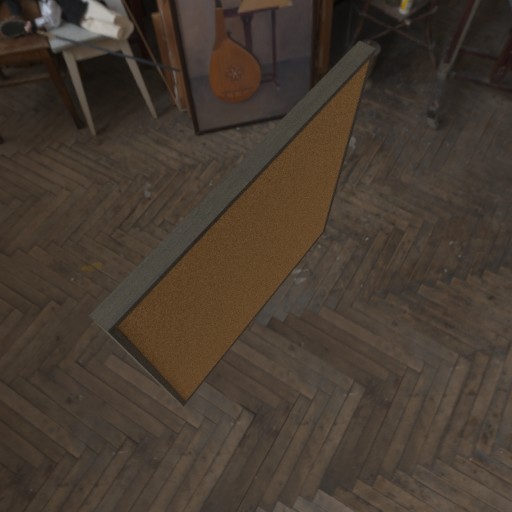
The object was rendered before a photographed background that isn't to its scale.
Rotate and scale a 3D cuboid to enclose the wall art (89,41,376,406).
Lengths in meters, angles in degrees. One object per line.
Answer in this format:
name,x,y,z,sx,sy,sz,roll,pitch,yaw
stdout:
wall art,0.000,0.000,1.123,0.039,0.758,0.758,35,68,16
